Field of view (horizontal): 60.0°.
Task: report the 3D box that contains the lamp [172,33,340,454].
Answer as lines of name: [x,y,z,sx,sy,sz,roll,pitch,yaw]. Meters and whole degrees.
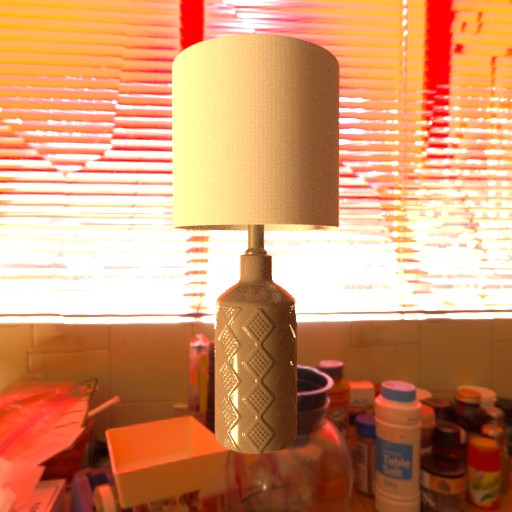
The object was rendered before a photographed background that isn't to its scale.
lamp: [0.000,0.000,0.562,0.207,0.461,0.207,-1,2,-35]
